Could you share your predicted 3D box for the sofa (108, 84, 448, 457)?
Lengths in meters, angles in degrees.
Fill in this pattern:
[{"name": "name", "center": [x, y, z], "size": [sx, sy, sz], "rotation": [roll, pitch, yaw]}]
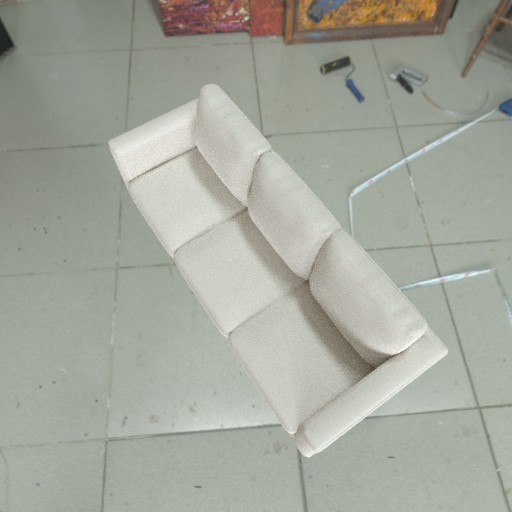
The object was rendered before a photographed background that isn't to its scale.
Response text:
[{"name": "sofa", "center": [0.000, 0.000, 2.531], "size": [0.802, 0.912, 2.029], "rotation": [-31, 67, -15]}]
